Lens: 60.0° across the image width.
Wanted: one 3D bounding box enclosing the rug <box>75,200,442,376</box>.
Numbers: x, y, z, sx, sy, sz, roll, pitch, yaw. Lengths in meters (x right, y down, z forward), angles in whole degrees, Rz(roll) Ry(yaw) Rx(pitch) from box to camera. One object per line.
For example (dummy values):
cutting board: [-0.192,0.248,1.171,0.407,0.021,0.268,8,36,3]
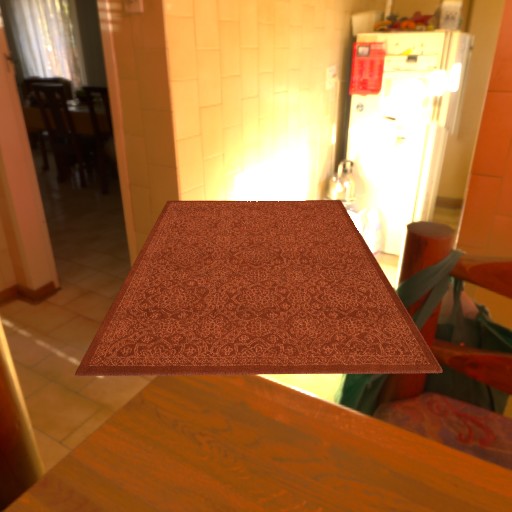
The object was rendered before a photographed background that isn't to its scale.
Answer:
rug: [0.000,0.000,2.288,1.219,0.010,1.829,0,25,-1]
